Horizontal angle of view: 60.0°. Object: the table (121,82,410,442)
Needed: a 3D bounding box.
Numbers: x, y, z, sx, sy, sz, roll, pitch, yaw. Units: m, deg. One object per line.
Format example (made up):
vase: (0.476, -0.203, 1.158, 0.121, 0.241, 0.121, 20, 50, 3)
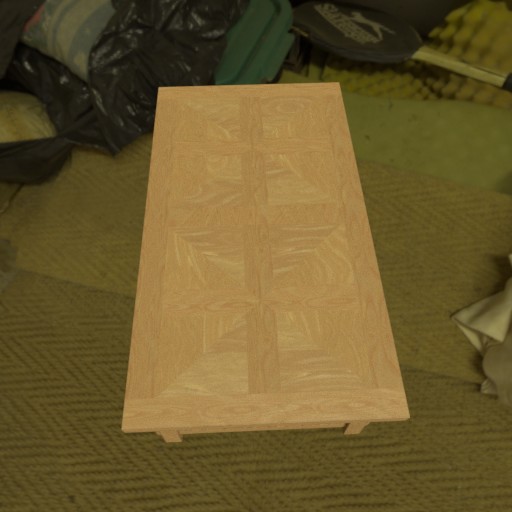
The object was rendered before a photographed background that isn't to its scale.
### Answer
table: (0.000, 0.000, 1.634, 0.711, 0.507, 1.270, -2, 59, -1)
